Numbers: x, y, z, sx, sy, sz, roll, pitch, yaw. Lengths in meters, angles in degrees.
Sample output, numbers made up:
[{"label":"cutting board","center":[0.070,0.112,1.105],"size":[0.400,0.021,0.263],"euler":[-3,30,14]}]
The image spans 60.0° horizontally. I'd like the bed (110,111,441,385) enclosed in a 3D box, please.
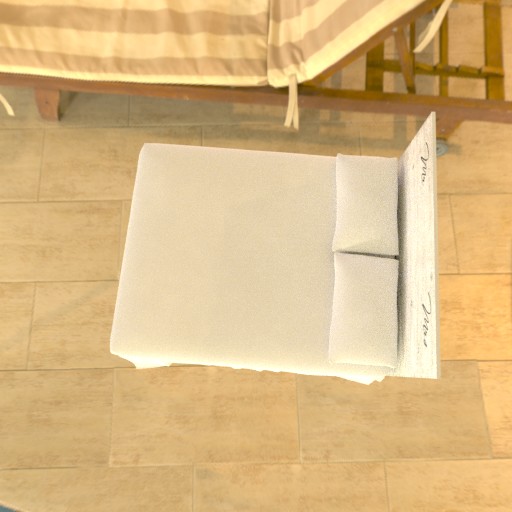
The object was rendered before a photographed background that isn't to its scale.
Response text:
[{"label":"bed","center":[0.000,0.000,3.209],"size":[2.094,1.335,1.745],"euler":[4,76,1]}]
